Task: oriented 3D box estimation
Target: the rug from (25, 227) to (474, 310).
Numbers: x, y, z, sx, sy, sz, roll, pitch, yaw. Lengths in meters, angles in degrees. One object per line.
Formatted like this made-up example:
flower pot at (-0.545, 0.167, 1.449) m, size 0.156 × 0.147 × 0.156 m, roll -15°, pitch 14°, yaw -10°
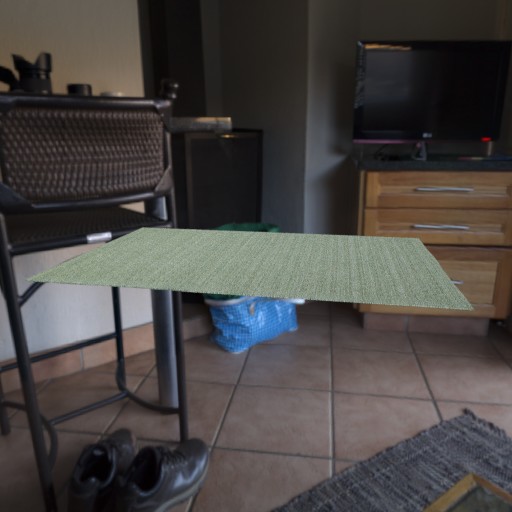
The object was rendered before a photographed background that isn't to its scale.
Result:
rug at (0.000, 0.000, 2.228) m, size 1.747 × 0.006 × 1.143 m, roll 3°, pitch 15°, yaw 10°
